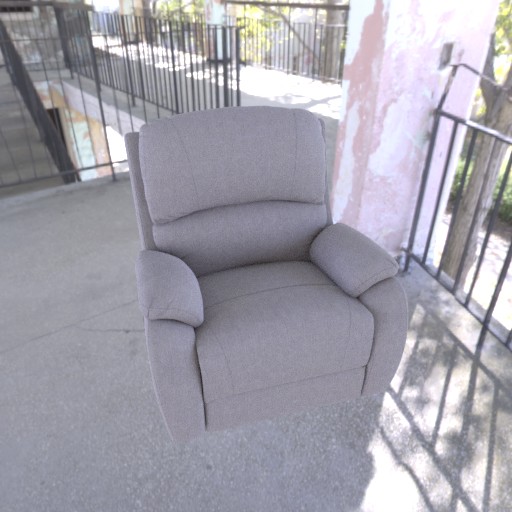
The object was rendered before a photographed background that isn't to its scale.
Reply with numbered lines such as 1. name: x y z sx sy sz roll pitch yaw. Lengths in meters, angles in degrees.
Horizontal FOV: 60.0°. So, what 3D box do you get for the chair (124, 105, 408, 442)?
1. chair: 0.000 0.000 1.757 0.930 1.011 0.899 -9 32 -14
